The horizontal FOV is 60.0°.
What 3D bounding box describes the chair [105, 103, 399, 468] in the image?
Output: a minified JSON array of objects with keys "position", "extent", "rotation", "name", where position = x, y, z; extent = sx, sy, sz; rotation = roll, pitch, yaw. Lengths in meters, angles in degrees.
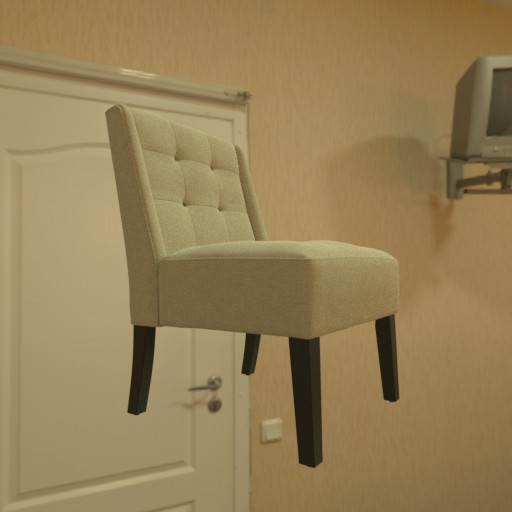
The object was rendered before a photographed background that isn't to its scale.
[{"position":[0.000,0.000,1.278],"extent":[0.676,0.853,0.569],"rotation":[-1,-1,35],"name":"chair"}]
